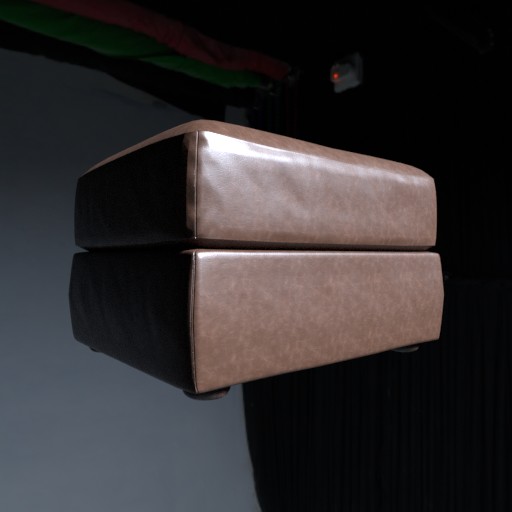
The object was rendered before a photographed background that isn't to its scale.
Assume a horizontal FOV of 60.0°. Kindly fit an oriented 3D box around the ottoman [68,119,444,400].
[{"bbox_3d":[0.000,0.000,1.104,0.751,0.476,0.603,0,0,-39],"label":"ottoman"}]
